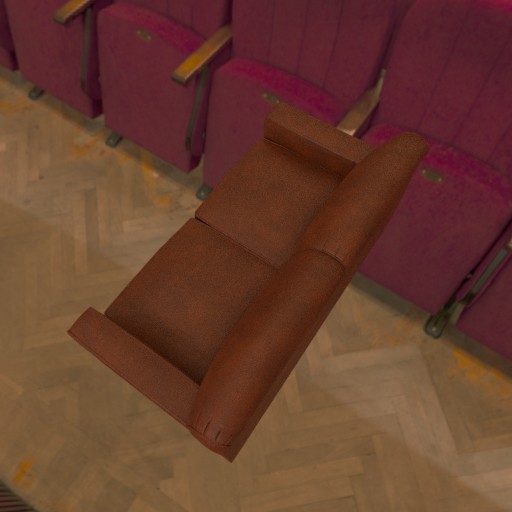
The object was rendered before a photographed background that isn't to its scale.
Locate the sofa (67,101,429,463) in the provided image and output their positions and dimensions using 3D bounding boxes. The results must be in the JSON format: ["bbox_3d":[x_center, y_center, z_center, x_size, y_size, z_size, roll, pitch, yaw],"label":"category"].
[{"bbox_3d":[0.000,0.000,2.445,1.000,0.966,1.856,31,67,15],"label":"sofa"}]
